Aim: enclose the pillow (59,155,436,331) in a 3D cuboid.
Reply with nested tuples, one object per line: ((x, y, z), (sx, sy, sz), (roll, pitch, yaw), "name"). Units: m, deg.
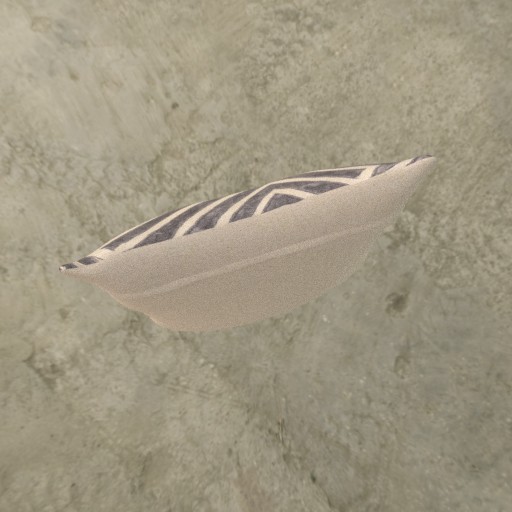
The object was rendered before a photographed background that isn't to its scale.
((0.000, 0.000, 0.688), (0.440, 0.441, 0.182), (-17, 77, -4), "pillow")
